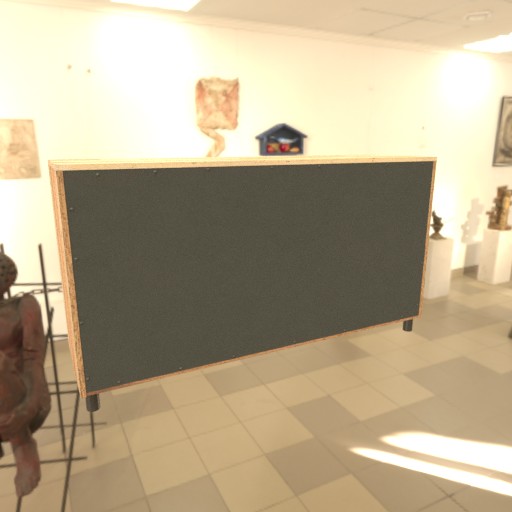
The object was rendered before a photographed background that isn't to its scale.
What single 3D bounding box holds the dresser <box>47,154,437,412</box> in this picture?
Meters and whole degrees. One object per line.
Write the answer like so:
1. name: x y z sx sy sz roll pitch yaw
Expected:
1. dresser: 0.000 0.000 1.928 1.547 0.834 0.487 -7 16 -26
